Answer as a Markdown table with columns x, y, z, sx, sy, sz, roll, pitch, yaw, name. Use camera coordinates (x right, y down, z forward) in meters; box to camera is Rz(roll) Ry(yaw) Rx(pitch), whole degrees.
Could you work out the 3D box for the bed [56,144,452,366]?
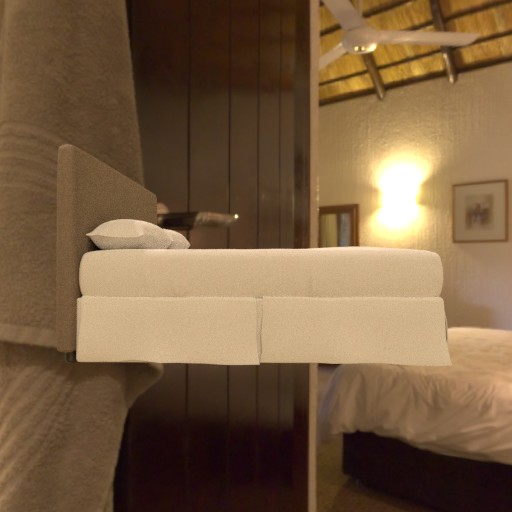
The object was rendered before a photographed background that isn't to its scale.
| x | y | z | sx | sy | sz | roll | pitch | yaw | name |
| --- | --- | --- | --- | --- | --- | --- | --- | --- | --- |
| 0.000 | 0.000 | 3.573 | 2.341 | 1.317 | 2.119 | 0 | -1 | 1 | bed |
